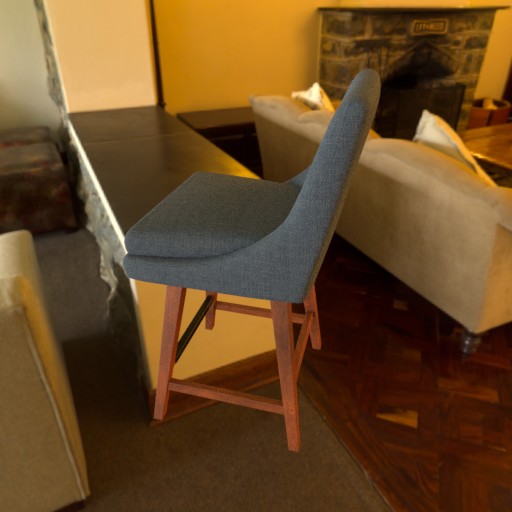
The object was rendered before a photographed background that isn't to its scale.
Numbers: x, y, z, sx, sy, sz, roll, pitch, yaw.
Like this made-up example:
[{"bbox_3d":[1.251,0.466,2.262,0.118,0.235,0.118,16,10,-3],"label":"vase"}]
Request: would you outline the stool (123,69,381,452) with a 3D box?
[{"bbox_3d":[0.000,0.000,1.172,0.524,0.895,0.467,8,31,13],"label":"stool"}]
